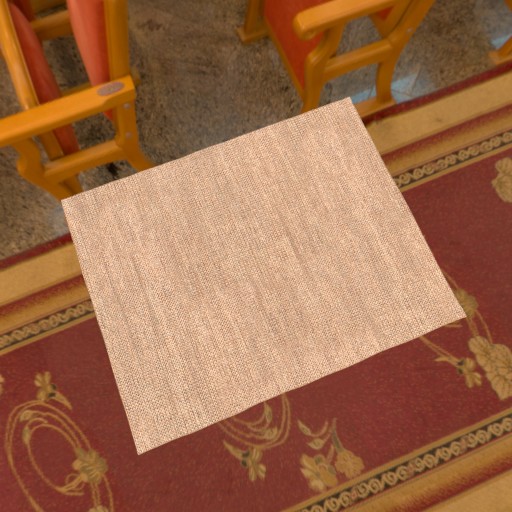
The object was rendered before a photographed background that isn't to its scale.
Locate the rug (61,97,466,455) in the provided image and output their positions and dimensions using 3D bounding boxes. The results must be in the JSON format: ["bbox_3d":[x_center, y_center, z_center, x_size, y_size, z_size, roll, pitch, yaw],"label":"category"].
[{"bbox_3d":[0.000,0.000,4.070,3.052,0.030,2.429,-21,75,-6],"label":"rug"}]
